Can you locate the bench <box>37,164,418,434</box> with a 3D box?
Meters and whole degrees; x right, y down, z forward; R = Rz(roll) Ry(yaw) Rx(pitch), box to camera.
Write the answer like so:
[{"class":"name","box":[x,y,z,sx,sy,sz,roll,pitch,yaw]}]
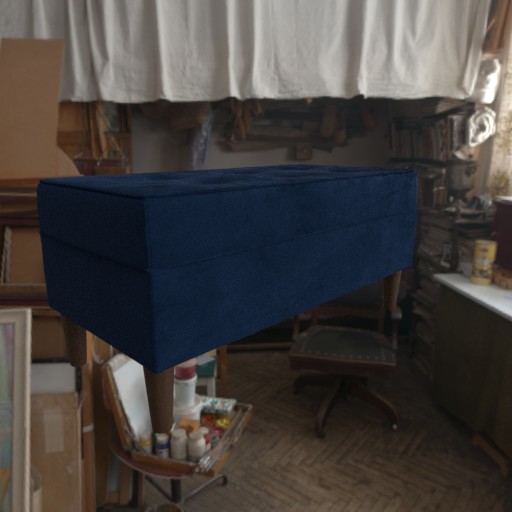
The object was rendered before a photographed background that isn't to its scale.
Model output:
[{"class":"bench","box":[0.000,0.000,1.264,0.489,0.467,1.010,14,20,43]}]
